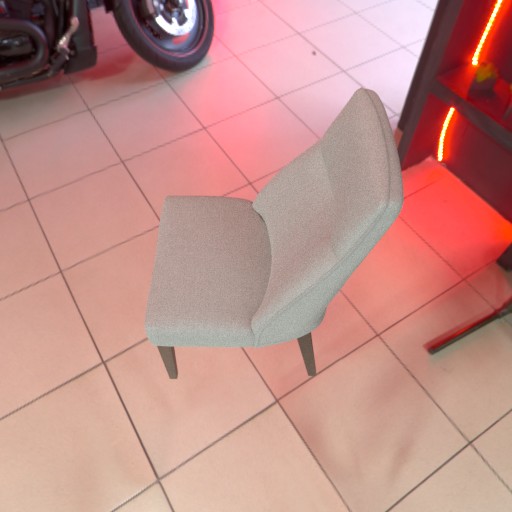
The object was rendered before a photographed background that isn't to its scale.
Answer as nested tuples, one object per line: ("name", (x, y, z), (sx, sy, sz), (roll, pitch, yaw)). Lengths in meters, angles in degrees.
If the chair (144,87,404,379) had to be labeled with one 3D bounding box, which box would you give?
("chair", (0.000, 0.000, 1.334), (0.620, 0.930, 0.500), (0, 56, 0))
